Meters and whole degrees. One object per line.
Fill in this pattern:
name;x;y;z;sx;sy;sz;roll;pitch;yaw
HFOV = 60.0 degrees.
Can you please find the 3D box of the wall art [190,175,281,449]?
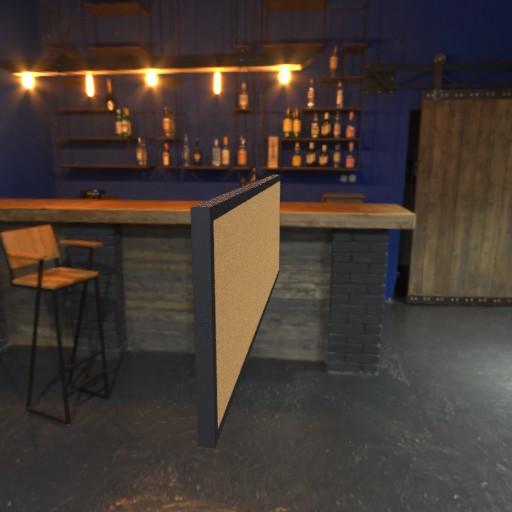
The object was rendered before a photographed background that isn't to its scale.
wall art;0.000;0.000;1.717;0.041;0.554;1.572;2;13;8
